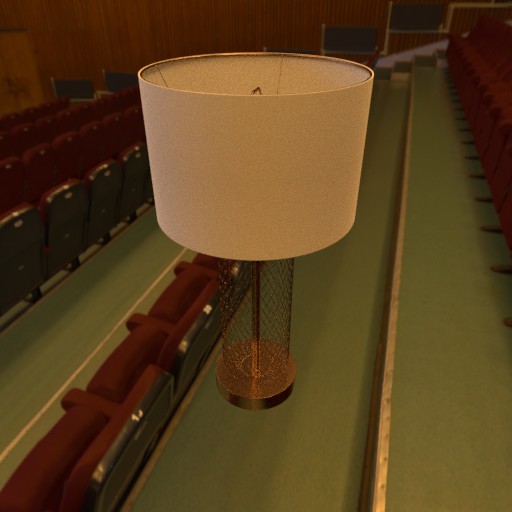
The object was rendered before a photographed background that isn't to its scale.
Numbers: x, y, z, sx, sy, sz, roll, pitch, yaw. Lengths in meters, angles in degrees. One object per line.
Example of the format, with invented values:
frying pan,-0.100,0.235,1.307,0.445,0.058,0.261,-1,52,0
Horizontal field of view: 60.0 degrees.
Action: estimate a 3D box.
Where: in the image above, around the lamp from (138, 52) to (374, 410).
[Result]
lamp,0.000,0.000,0.613,0.252,0.483,0.252,9,33,14
